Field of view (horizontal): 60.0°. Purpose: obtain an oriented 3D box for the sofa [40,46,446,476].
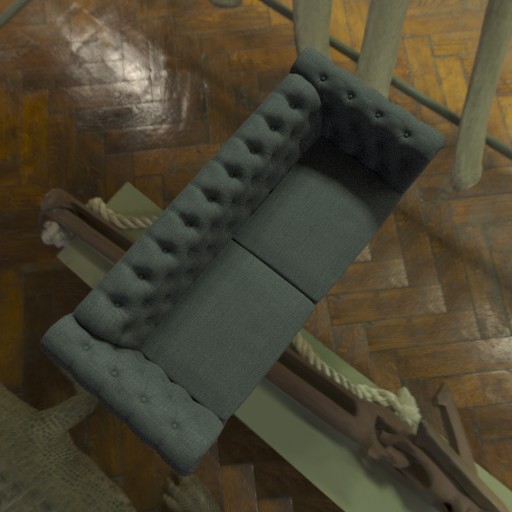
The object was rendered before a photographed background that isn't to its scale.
[{"bbox_3d":[0.000,0.000,2.176,0.783,0.797,1.798,38,79,9],"label":"sofa"}]
